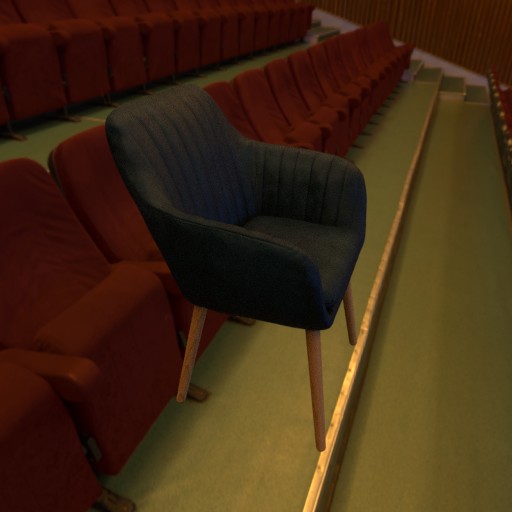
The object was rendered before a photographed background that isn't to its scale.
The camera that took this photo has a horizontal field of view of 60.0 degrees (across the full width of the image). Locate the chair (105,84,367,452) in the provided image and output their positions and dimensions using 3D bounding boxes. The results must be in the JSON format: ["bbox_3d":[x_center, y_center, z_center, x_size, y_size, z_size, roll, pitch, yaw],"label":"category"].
[{"bbox_3d":[0.000,0.000,1.232,0.573,0.826,0.578,11,33,18],"label":"chair"}]
